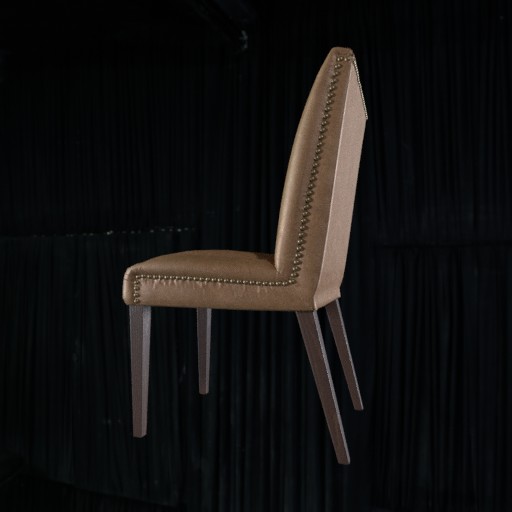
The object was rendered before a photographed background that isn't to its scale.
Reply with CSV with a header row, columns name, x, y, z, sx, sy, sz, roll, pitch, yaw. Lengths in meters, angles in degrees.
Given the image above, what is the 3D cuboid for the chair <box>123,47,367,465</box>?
name,x,y,z,sx,sy,sz,roll,pitch,yaw
chair,0.000,0.000,1.371,0.647,1.016,0.511,0,-1,18
